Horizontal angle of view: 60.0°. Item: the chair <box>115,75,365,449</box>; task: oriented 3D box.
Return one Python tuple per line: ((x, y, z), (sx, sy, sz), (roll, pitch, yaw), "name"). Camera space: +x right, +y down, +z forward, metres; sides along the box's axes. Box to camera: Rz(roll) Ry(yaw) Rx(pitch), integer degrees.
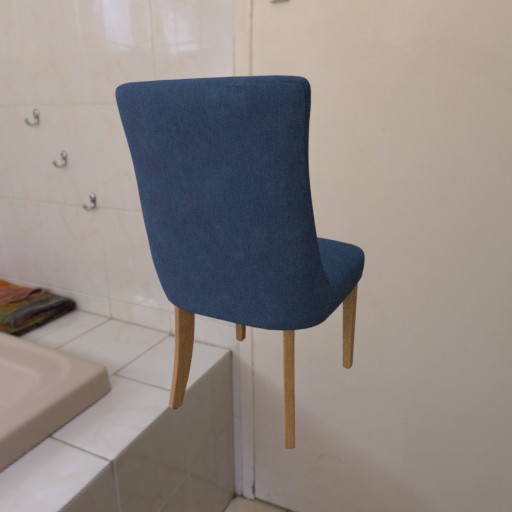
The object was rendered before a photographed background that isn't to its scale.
((0.000, 0.000, 1.259), (0.495, 0.902, 0.609), (9, 19, 26), "chair")
